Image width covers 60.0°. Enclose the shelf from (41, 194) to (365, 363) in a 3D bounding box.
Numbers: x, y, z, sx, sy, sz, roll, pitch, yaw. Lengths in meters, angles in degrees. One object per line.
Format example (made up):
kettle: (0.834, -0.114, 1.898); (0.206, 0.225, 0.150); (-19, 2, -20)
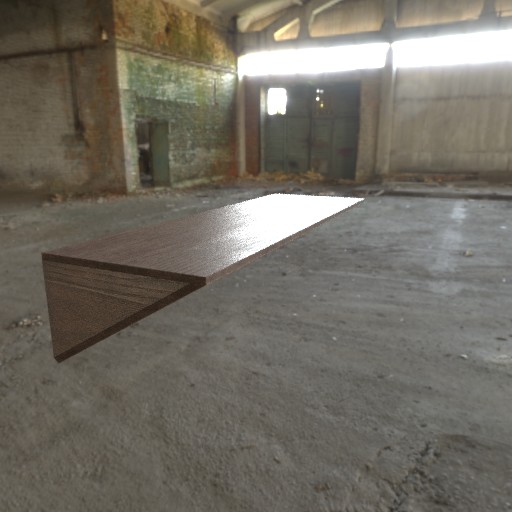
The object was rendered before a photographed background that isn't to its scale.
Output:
shelf: (0.000, 0.000, 0.698); (0.200, 0.125, 0.610); (7, 16, 25)
